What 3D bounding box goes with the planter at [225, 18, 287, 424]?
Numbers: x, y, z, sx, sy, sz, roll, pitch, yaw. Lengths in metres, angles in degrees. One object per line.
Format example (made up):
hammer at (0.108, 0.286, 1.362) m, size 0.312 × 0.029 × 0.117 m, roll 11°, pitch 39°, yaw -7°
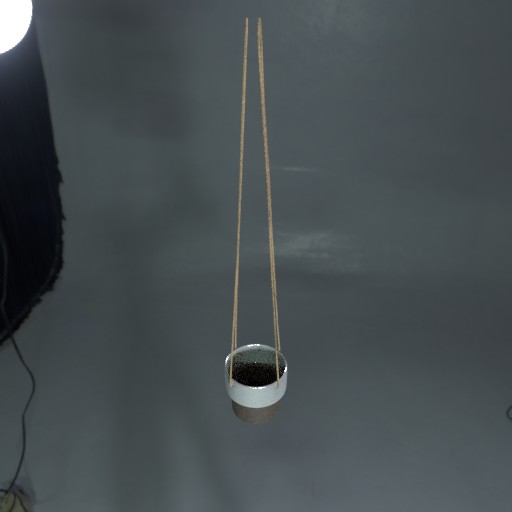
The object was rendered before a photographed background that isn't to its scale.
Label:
planter at (0.000, 0.000, 1.133) m, size 0.187 × 1.073 × 0.187 m, roll 2°, pitch 29°, yaw 3°
